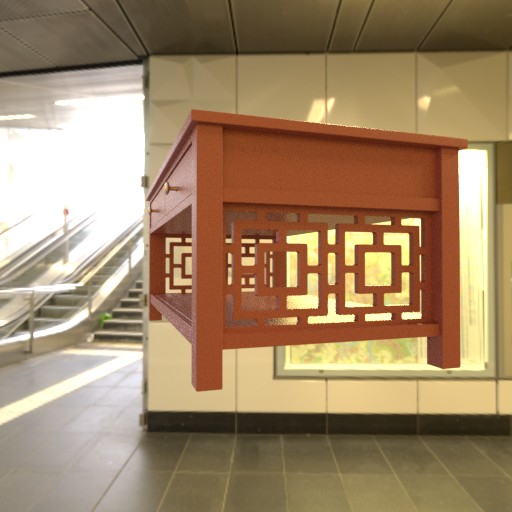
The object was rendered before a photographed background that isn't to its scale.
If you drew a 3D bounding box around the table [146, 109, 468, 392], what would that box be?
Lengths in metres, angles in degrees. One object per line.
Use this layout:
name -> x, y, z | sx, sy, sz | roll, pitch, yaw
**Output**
table -> 0.000, 0.000, 1.364 | 0.612, 0.493, 1.068 | 0, -1, -18
